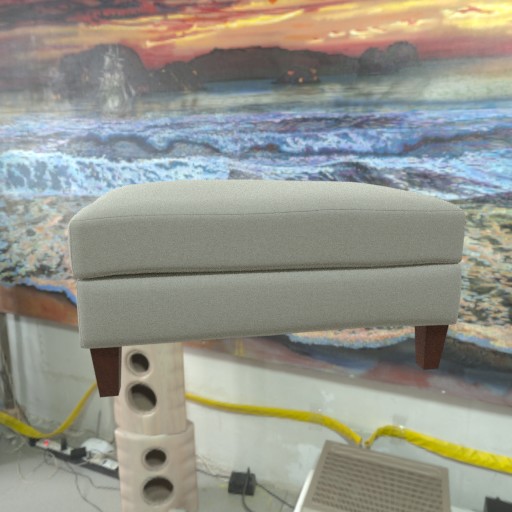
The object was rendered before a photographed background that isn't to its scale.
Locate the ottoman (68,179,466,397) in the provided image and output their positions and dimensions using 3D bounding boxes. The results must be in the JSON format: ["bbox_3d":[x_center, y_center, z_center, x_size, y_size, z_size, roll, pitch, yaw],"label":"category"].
[{"bbox_3d":[0.000,0.000,1.458,0.976,0.492,0.836,-2,14,-9],"label":"ottoman"}]
